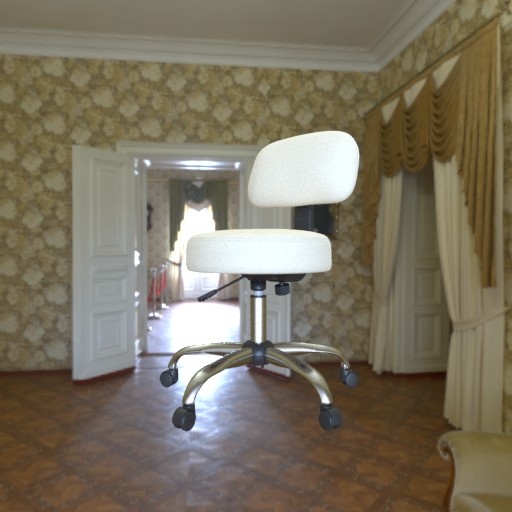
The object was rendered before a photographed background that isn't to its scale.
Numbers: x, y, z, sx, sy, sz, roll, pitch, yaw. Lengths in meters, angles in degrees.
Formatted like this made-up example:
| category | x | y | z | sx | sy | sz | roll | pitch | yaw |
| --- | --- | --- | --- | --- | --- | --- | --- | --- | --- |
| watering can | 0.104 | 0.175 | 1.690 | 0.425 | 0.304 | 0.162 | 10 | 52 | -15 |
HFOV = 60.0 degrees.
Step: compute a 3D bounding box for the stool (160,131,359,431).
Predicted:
| category | x | y | z | sx | sy | sz | roll | pitch | yaw |
| --- | --- | --- | --- | --- | --- | --- | --- | --- | --- |
| stool | 0.000 | 0.000 | 1.265 | 0.609 | 0.810 | 0.616 | 1 | 1 | 37 |
